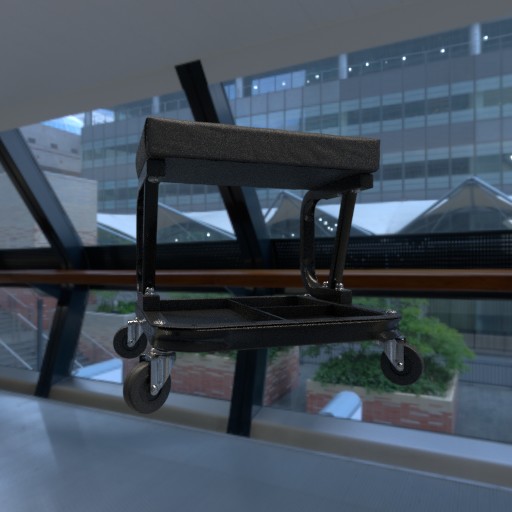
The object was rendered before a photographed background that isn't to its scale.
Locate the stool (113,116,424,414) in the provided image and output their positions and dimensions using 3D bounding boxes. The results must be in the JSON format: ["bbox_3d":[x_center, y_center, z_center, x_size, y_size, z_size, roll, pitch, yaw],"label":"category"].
[{"bbox_3d":[0.000,0.000,0.732,0.446,0.380,0.371,0,0,-19],"label":"stool"}]
